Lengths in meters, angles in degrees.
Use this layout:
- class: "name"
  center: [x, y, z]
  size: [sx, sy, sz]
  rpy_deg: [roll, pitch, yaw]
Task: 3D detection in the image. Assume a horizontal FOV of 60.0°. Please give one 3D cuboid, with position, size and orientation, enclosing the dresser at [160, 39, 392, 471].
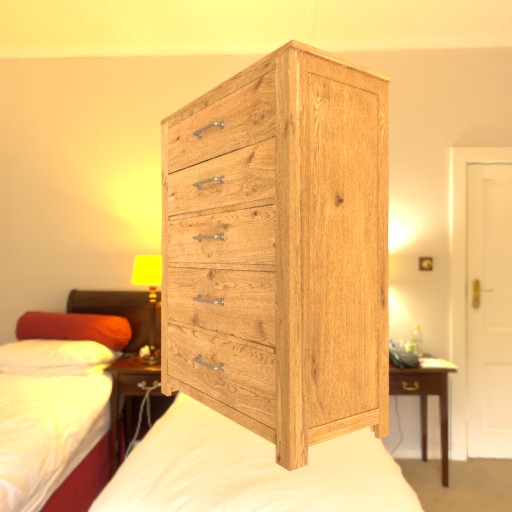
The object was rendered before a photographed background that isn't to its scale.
- class: "dresser"
  center: [0.000, 0.000, 2.035]
  size: [0.558, 1.431, 1.081]
  rpy_deg: [0, 0, -35]
